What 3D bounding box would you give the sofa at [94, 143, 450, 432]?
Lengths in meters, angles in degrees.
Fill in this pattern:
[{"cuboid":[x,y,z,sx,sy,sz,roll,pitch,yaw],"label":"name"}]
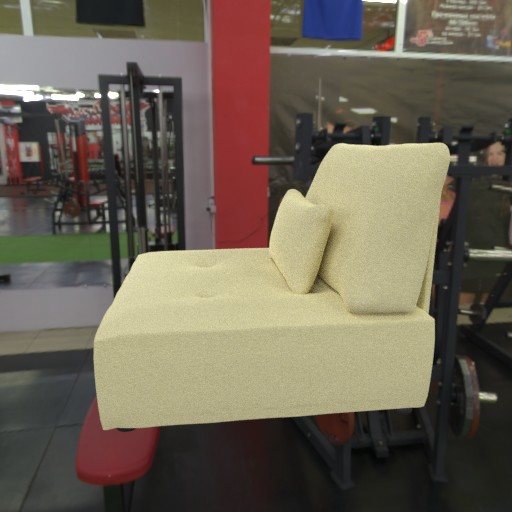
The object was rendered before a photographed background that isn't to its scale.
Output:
[{"cuboid":[0.000,0.000,1.661,1.000,0.820,0.930,-2,14,-7],"label":"sofa"}]
